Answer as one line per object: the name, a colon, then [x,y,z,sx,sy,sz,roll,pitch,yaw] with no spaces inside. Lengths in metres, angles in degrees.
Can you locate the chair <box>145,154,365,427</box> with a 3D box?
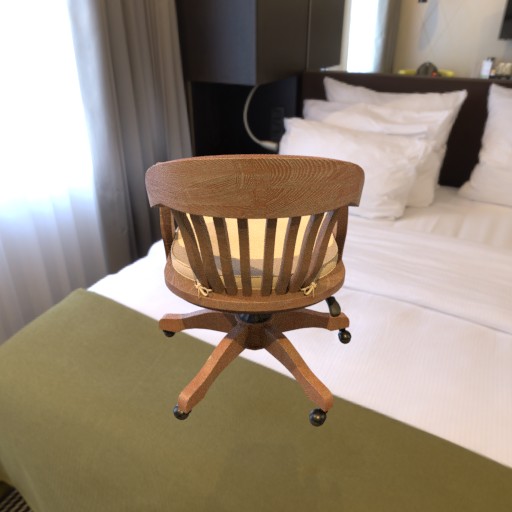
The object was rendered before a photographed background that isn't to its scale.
chair: [0.000,0.000,1.459,0.750,0.878,0.788,0,28,-1]
